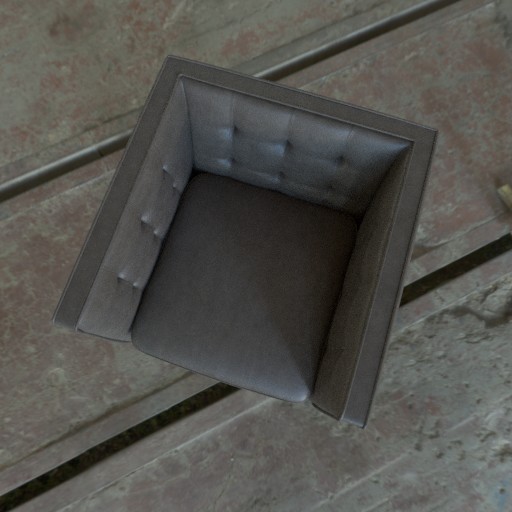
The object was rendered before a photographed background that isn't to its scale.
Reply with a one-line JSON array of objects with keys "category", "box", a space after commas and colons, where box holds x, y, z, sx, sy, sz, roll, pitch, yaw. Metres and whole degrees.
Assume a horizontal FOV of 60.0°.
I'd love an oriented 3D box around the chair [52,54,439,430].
[{"category": "chair", "box": [0.000, 0.000, 1.585, 0.880, 0.790, 0.894, 17, 76, 4]}]
